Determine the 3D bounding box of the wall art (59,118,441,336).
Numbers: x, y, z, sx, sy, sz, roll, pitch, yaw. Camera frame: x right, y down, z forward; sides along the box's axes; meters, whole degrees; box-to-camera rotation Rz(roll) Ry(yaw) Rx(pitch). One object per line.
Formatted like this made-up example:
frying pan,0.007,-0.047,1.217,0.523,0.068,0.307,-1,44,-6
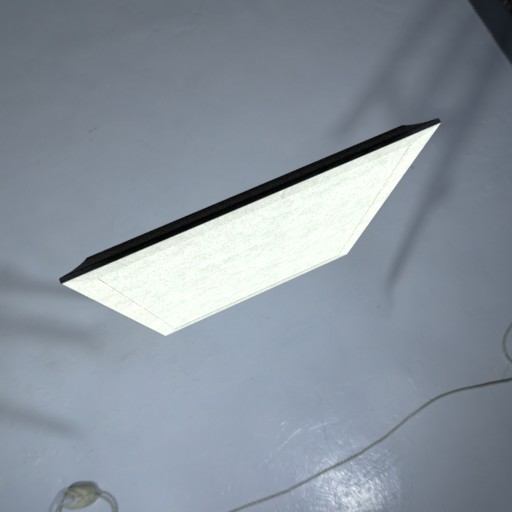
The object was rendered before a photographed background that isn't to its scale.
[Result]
wall art,0.000,0.000,0.626,0.381,0.457,0.023,-24,76,-7
